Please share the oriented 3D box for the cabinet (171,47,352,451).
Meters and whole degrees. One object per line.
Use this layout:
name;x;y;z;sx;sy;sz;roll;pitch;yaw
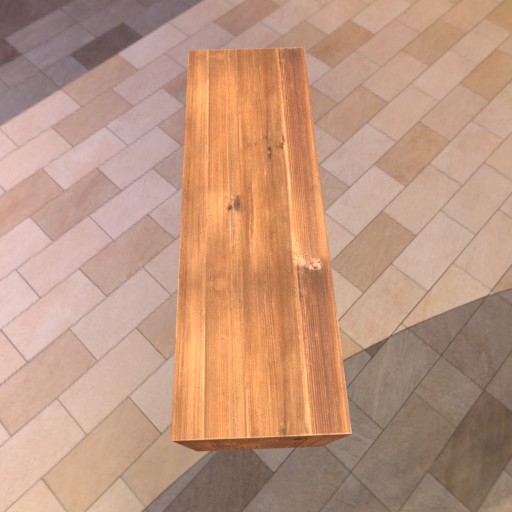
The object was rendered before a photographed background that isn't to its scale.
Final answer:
cabinet;0.000;0.000;1.767;0.472;0.800;1.400;-2;64;-1
